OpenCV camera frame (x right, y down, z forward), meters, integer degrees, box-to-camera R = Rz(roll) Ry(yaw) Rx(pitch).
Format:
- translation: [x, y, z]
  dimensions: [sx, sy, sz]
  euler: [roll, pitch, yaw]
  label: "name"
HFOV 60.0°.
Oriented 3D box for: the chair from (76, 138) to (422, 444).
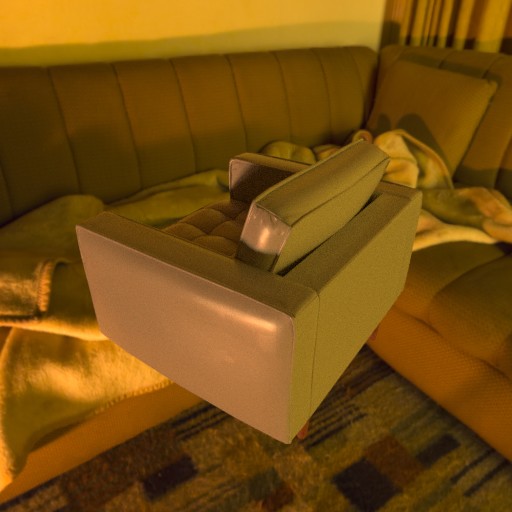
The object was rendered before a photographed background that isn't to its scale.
- translation: [0.000, 0.000, 1.561]
  dimensions: [0.843, 0.773, 0.928]
  euler: [20, 36, 30]
  label: "chair"
